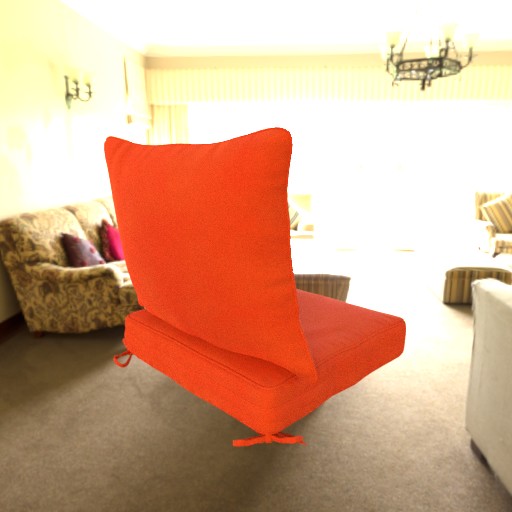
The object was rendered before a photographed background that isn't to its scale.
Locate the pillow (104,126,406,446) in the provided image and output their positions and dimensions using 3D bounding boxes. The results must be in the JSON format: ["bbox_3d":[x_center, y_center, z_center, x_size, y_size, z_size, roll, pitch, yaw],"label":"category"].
[{"bbox_3d":[0.000,0.000,1.377,0.733,0.725,0.798,-12,18,-43],"label":"pillow"}]
